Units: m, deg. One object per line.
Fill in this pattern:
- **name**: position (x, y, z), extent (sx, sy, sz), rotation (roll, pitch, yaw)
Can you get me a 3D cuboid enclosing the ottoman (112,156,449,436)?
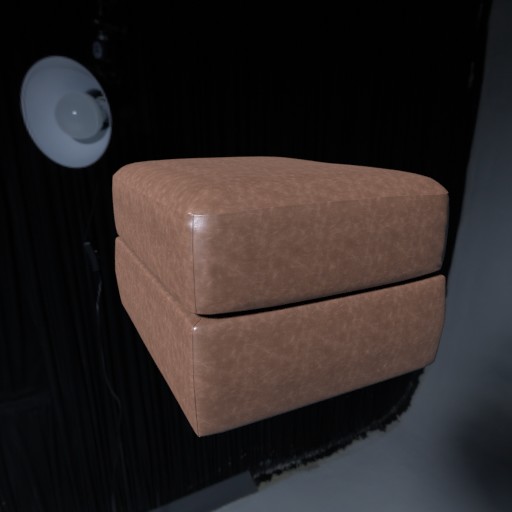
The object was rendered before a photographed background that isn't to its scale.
- **ottoman**: position (0.000, 0.000, 1.149), extent (0.603, 0.476, 0.751), rotation (-8, 18, -26)
